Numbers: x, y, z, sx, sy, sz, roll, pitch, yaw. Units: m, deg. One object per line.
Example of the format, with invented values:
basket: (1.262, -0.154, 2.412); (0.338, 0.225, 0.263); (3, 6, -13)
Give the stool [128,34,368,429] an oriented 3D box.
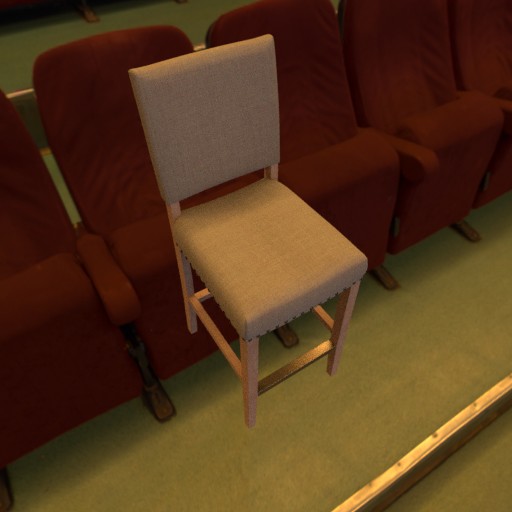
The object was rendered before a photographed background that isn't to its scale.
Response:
stool: (0.000, 0.000, 1.486); (0.445, 1.173, 0.585); (-25, 52, -22)
